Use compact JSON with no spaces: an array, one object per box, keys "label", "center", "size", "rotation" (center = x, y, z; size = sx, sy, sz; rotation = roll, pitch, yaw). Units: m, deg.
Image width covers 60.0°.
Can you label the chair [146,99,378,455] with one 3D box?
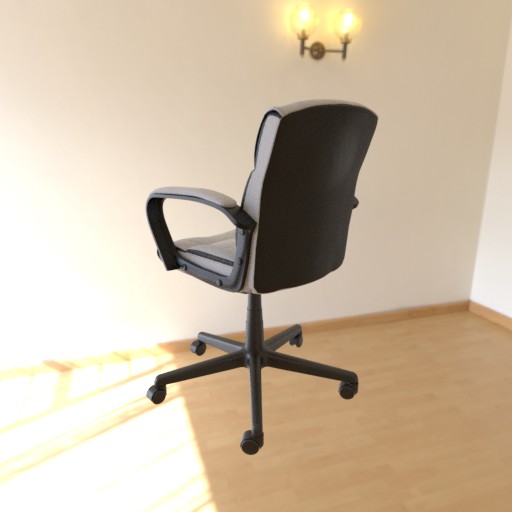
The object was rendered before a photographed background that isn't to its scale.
[{"label":"chair","center":[0.000,0.000,1.549],"size":[0.739,1.004,0.717],"rotation":[-15,21,-41]}]
